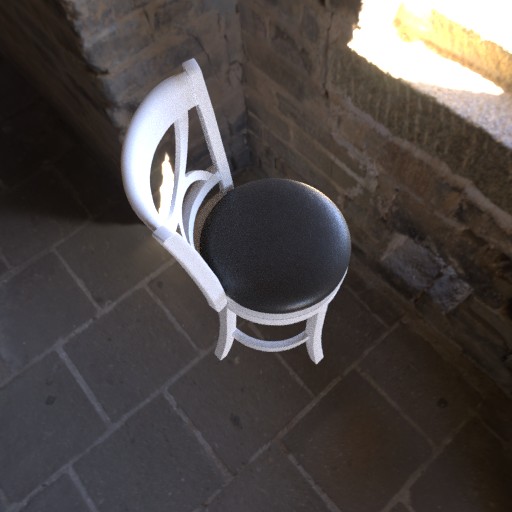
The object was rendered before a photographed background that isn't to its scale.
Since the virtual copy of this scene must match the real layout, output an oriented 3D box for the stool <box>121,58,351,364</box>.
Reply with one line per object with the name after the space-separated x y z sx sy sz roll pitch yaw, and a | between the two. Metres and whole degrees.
0.000 0.000 1.257 0.508 0.953 0.444 2 63 1 | stool
